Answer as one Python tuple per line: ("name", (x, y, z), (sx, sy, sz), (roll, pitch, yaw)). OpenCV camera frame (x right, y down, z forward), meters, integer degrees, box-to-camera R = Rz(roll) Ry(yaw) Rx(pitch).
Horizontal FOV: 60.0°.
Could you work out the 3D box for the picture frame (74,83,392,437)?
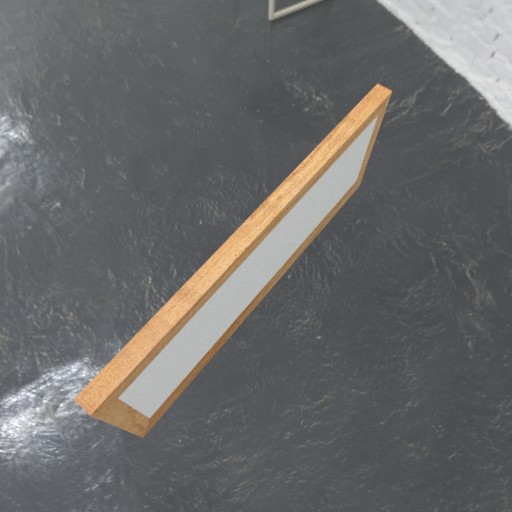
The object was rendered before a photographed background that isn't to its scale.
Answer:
("picture frame", (0.000, 0.000, 0.658), (0.045, 0.234, 0.582), (36, 68, 17))
